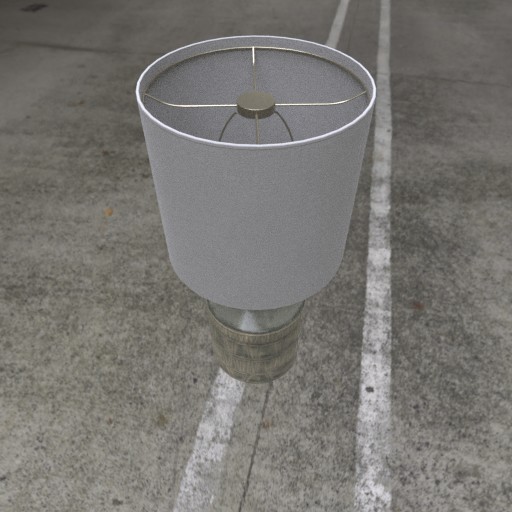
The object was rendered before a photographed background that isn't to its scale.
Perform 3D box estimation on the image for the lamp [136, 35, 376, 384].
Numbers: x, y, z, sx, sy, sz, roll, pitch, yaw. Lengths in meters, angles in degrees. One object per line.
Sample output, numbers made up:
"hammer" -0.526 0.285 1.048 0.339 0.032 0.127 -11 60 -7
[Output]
"lamp" 0.000 0.000 0.560 0.211 0.455 0.211 9 47 8
